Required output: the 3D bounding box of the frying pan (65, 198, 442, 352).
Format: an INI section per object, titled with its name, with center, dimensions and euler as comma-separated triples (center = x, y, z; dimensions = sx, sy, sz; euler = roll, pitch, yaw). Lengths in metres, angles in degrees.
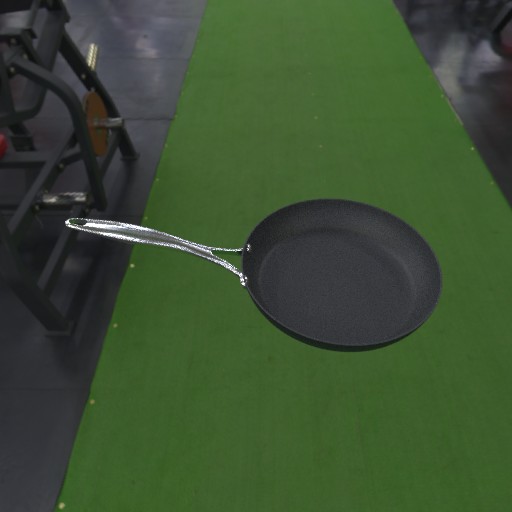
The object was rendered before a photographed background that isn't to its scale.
[frying pan]
center = 0.000, 0.000, 0.577
dimensions = 0.472, 0.105, 0.255
euler = 3, 46, 3
